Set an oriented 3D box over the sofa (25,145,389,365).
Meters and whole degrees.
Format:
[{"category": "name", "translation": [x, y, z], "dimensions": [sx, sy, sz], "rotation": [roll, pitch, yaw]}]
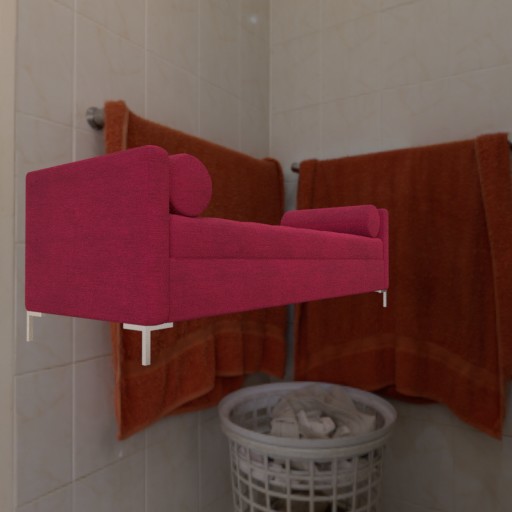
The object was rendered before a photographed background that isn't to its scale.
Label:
[{"category": "sofa", "translation": [0.000, 0.000, 2.233], "dimensions": [0.686, 0.635, 1.981], "rotation": [0, -1, 36]}]
